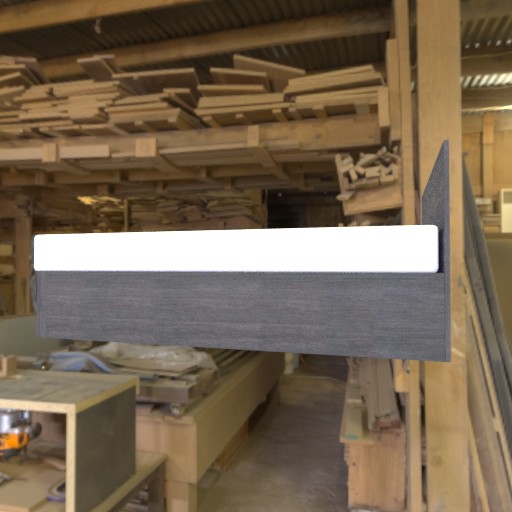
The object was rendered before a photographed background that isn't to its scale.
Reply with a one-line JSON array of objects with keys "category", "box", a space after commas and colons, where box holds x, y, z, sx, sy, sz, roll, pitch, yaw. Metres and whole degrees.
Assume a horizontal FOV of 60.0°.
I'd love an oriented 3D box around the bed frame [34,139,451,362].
[{"category": "bed frame", "box": [0.000, 0.000, 2.542, 1.900, 0.800, 1.400, 0, -1, 17]}]
